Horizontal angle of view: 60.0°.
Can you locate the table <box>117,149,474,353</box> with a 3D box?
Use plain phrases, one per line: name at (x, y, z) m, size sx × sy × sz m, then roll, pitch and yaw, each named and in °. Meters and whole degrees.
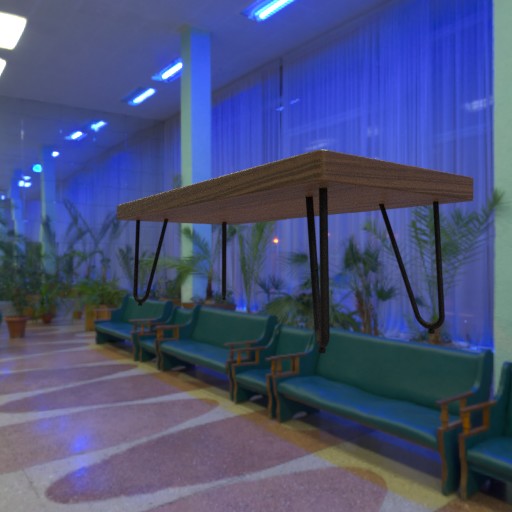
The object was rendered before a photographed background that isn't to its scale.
table at (0.000, 0.000, 1.695) m, size 0.637 × 0.468 × 1.375 m, roll 0°, pitch 0°, yaw -35°
